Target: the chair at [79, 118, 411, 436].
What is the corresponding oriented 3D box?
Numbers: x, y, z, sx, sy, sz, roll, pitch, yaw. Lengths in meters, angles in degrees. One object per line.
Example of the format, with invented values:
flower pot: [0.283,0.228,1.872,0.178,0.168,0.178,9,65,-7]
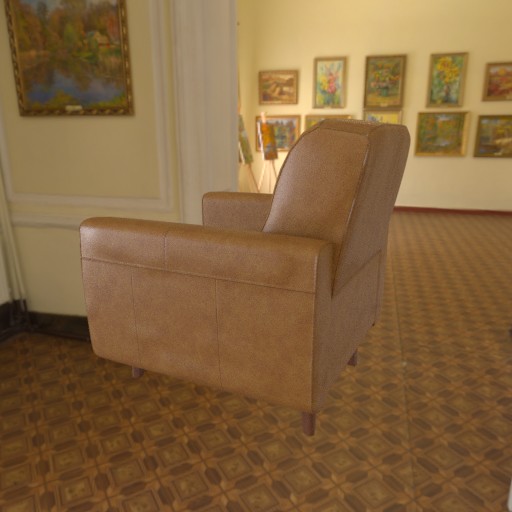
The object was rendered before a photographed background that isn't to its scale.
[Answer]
chair: [0.000,0.000,1.643,0.942,0.968,0.845,8,18,27]
